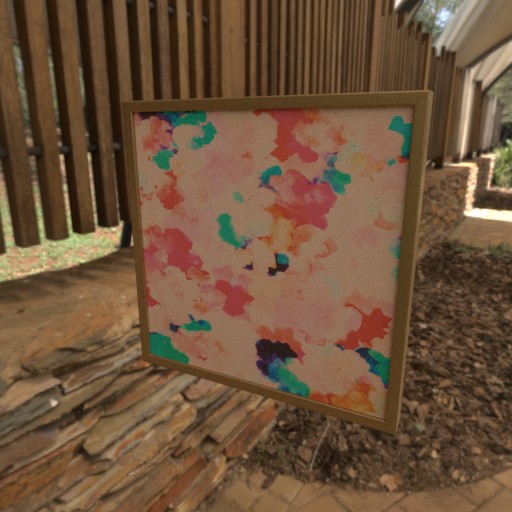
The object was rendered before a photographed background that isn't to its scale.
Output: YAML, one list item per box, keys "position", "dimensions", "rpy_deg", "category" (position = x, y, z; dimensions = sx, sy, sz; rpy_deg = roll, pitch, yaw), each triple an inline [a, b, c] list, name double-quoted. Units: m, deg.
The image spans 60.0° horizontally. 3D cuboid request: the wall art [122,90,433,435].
- position: [0.000, 0.000, 0.753]
  dimensions: [0.510, 0.509, 0.037]
  rpy_deg: [8, 18, 26]
  category: "wall art"
